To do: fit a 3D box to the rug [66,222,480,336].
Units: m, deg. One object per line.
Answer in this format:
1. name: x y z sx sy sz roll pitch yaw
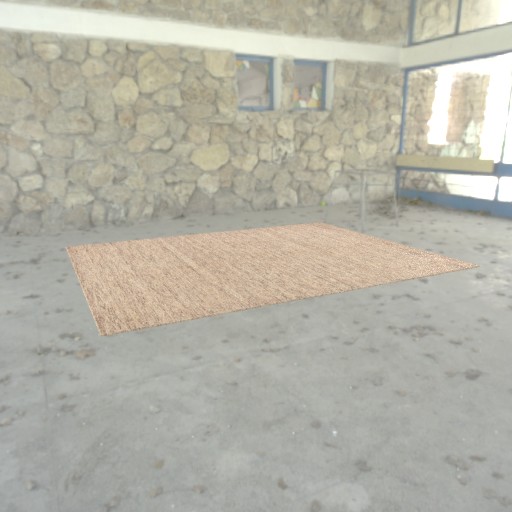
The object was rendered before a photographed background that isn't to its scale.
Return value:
1. rug: 0.000 0.000 4.262 3.205 0.013 2.448 -7 16 -26
